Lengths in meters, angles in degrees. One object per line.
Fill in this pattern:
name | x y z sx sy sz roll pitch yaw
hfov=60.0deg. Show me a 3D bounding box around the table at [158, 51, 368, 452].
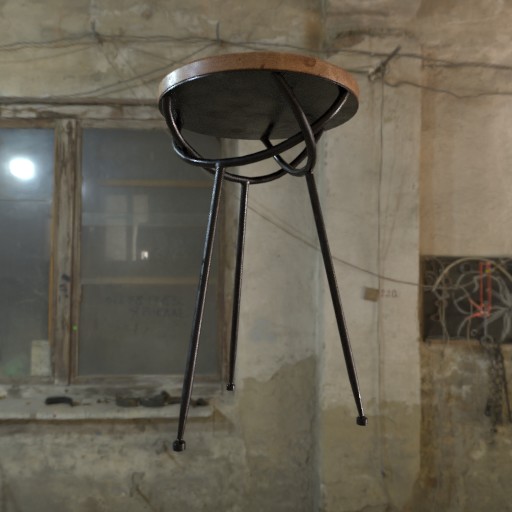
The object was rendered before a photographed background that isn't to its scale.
table | 0.000 0.000 0.918 0.418 0.664 0.414 1 -1 -36
